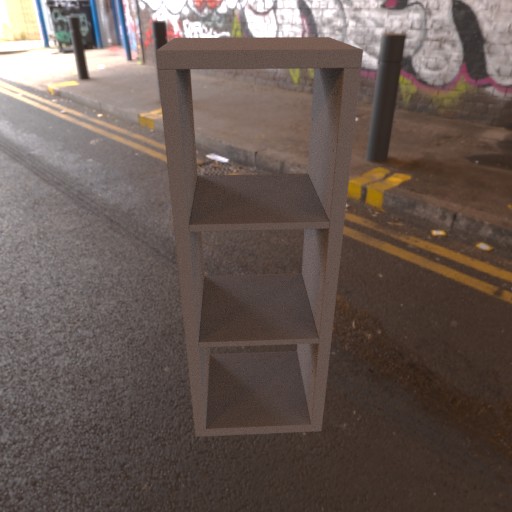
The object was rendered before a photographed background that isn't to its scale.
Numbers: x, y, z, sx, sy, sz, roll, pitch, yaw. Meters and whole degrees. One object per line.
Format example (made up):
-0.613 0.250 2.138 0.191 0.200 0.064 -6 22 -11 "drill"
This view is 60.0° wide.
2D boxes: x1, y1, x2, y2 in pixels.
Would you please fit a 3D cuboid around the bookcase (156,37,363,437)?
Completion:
0.000 0.000 1.243 0.390 1.080 0.330 -1 30 -3 "bookcase"
